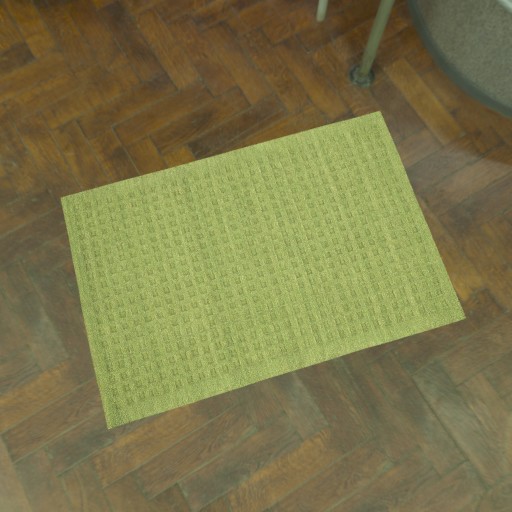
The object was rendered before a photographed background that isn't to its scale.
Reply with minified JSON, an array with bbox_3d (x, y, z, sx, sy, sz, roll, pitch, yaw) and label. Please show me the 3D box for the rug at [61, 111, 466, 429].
[{"bbox_3d":[0.000,0.000,2.877,2.297,0.007,1.529,-16,76,-4],"label":"rug"}]
